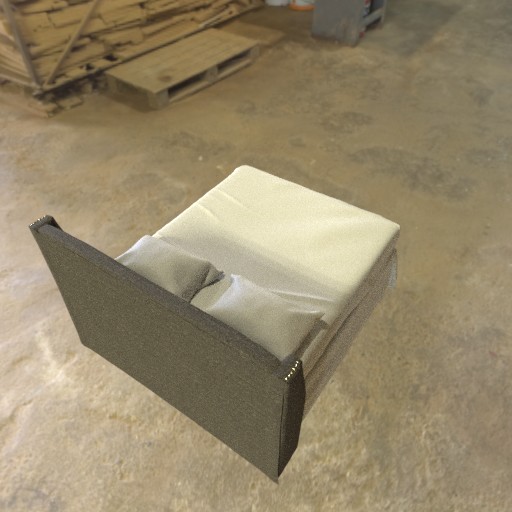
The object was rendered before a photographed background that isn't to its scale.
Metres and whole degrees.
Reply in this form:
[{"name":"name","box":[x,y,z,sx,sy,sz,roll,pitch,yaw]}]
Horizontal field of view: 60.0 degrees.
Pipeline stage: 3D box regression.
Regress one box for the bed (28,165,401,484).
[{"name":"bed","box":[0.000,0.000,3.470,1.925,1.332,2.276,26,50,24]}]
